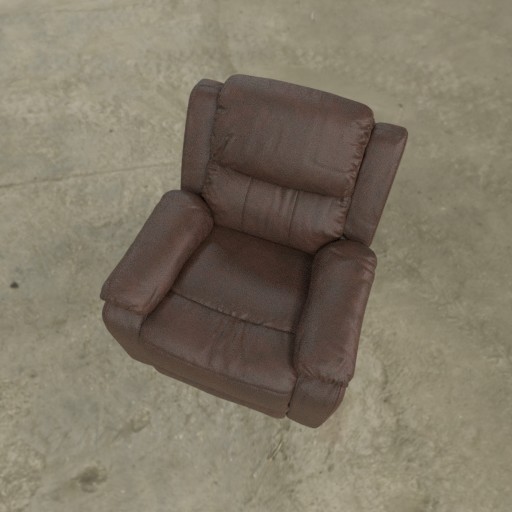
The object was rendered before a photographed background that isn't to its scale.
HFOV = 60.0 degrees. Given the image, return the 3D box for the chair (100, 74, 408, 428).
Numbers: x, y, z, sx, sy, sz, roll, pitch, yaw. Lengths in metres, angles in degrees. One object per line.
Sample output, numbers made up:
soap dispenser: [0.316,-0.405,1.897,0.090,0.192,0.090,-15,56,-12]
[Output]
chair: [0.000,0.000,1.257,0.680,0.702,0.707,18,60,11]
